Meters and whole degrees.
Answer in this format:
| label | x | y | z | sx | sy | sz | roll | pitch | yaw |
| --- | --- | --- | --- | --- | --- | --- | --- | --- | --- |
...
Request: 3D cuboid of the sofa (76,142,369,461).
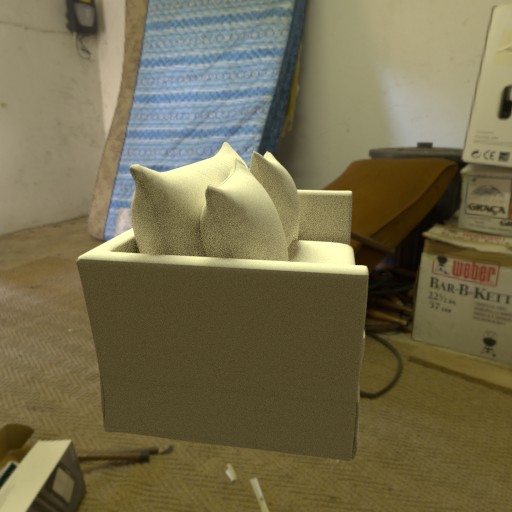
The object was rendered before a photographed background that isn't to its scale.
| label | x | y | z | sx | sy | sz | roll | pitch | yaw |
| --- | --- | --- | --- | --- | --- | --- | --- | --- | --- |
| sofa | 0.000 | 0.000 | 2.222 | 1.026 | 1.039 | 1.608 | 3 | 17 | 9 |
